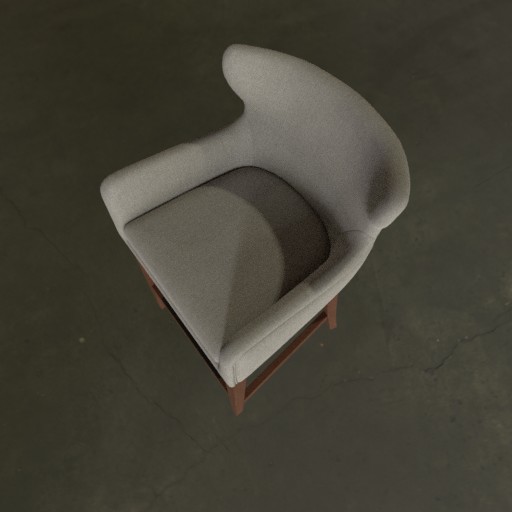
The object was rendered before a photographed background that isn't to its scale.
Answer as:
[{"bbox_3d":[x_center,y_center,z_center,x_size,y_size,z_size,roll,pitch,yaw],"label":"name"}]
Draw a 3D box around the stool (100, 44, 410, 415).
[{"bbox_3d":[0.000,0.000,1.300,0.575,0.951,0.575,-34,67,-16],"label":"stool"}]
